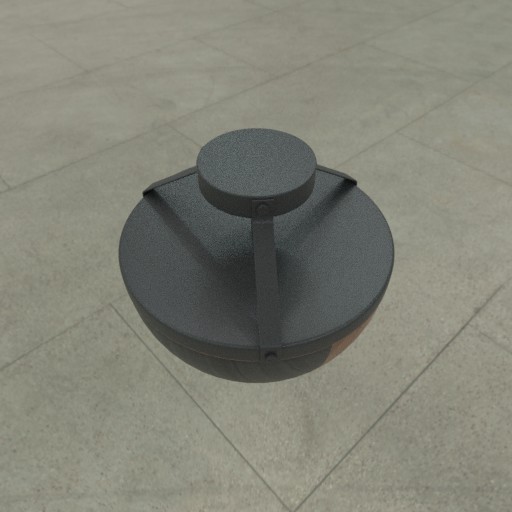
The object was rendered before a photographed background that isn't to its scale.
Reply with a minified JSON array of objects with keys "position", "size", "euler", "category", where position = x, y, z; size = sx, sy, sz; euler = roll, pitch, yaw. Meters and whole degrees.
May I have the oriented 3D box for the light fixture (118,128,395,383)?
[{"position":[0.000,0.000,0.523],"size":[0.304,0.269,0.304],"euler":[0,46,0],"category":"light fixture"}]
